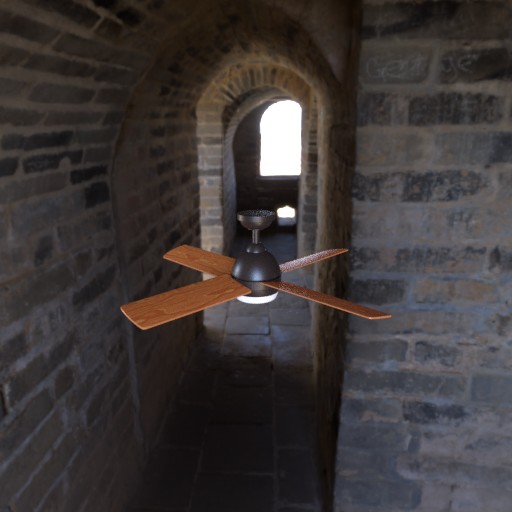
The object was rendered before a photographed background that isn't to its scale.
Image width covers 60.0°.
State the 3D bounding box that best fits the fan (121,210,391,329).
[{"bbox_3d":[0.000,0.000,2.056,1.332,0.403,1.332,15,22,42],"label":"fan"}]
